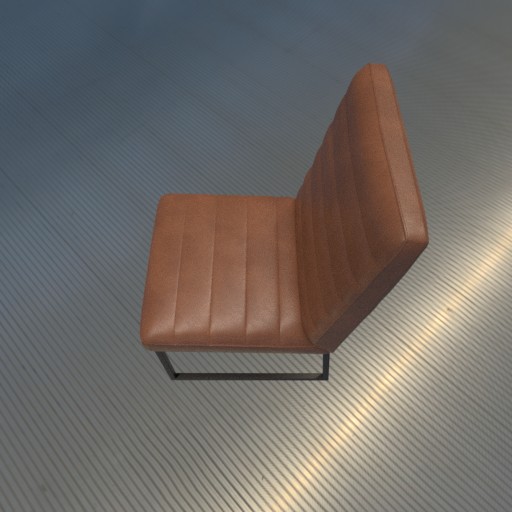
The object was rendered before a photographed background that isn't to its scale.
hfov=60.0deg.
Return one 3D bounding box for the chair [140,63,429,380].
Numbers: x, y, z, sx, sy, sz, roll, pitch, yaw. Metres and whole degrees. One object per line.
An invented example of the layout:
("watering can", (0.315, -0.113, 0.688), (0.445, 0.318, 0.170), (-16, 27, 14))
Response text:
("chair", (0.000, 0.000, 1.288), (0.634, 0.930, 0.520), (0, 59, 0))
